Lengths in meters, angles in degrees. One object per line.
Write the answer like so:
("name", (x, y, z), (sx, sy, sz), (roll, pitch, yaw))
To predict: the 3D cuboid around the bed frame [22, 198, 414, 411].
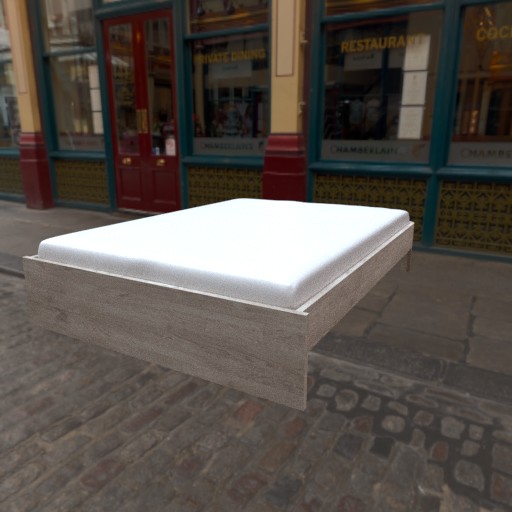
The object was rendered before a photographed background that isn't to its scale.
("bed frame", (0.000, 0.000, 2.633), (1.490, 0.462, 1.950), (8, 17, 29))
